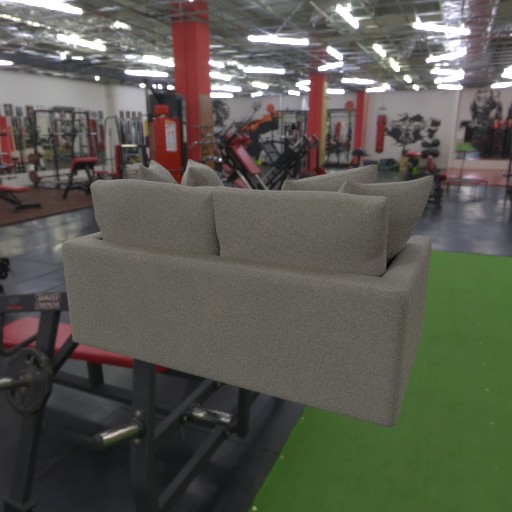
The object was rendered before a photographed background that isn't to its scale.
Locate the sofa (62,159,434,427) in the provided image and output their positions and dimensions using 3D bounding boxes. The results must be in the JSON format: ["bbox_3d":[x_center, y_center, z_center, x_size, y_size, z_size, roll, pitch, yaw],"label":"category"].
[{"bbox_3d":[0.000,0.000,2.630,1.869,1.080,1.228,7,17,25],"label":"sofa"}]
